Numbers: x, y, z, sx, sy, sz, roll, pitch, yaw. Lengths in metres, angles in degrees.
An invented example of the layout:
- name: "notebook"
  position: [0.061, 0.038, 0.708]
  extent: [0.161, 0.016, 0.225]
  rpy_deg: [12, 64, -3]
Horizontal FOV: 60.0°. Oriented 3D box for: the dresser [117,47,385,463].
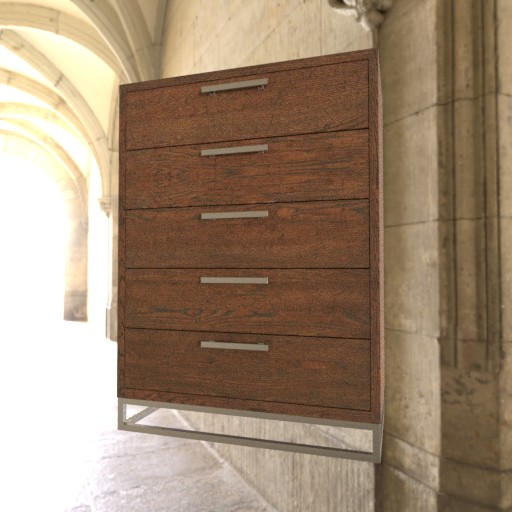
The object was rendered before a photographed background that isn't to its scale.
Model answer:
- name: "dresser"
  position: [0.000, 0.000, 1.767]
  extent: [0.965, 1.321, 0.508]
  rpy_deg: [0, -2, 18]
